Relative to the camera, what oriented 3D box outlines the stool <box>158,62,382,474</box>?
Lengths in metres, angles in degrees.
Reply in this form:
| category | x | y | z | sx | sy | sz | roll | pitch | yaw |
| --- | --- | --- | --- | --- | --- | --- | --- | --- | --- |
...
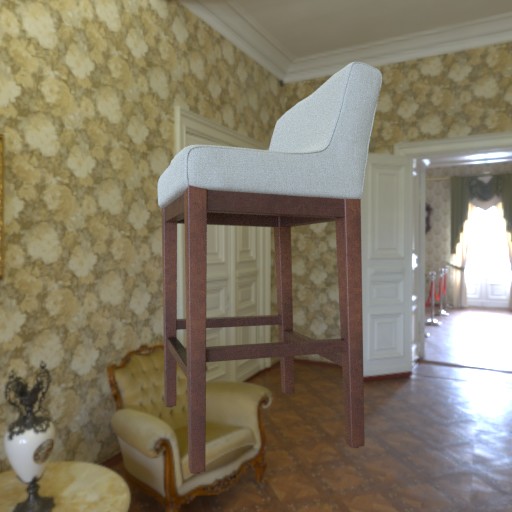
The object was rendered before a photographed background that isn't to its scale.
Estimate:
| category | x | y | z | sx | sy | sz | roll | pitch | yaw |
| --- | --- | --- | --- | --- | --- | --- | --- | --- | --- |
| stool | 0.000 | 0.000 | 1.235 | 0.500 | 0.937 | 0.511 | 0 | 1 | -19 |
